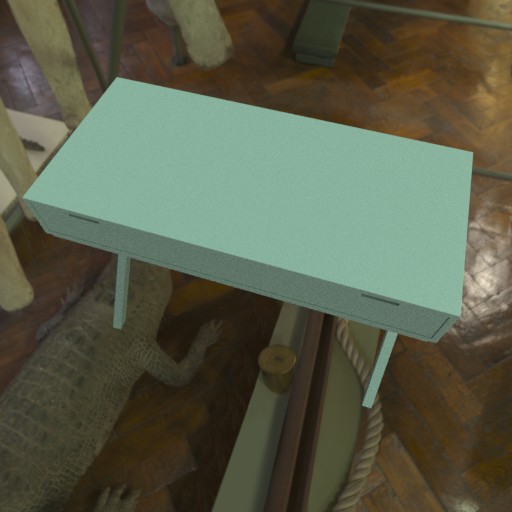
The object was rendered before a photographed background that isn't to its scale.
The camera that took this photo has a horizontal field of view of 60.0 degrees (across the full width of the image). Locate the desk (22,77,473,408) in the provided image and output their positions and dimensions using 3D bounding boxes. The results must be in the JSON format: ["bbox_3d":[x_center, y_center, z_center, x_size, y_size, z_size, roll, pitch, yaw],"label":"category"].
[{"bbox_3d":[0.000,0.000,1.470,1.059,0.780,0.509,15,59,10],"label":"desk"}]
